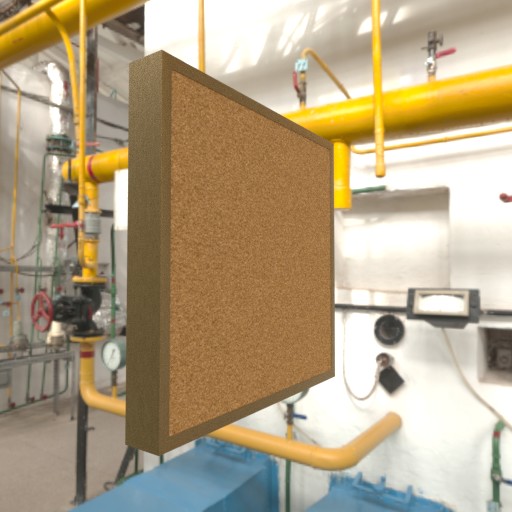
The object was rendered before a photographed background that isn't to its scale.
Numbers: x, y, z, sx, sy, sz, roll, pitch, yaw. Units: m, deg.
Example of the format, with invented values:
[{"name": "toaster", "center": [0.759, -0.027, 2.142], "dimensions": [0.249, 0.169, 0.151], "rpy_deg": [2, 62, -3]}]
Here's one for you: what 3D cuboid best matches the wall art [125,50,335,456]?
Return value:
[{"name": "wall art", "center": [0.000, 0.000, 0.467], "dimensions": [0.038, 0.305, 0.304], "rpy_deg": [-1, -2, 35]}]
